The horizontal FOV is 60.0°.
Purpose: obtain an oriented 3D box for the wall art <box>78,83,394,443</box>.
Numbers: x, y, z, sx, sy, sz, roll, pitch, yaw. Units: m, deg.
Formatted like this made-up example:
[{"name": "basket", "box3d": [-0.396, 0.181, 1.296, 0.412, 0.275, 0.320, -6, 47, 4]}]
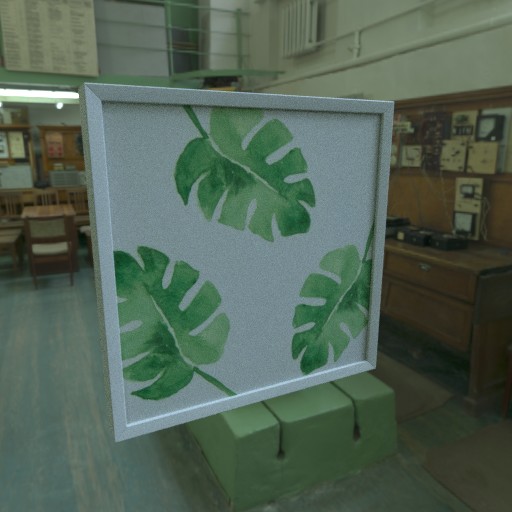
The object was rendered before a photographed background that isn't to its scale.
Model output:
[{"name": "wall art", "box3d": [0.000, 0.000, 0.446, 0.305, 0.305, 0.038, -7, 15, -26]}]
